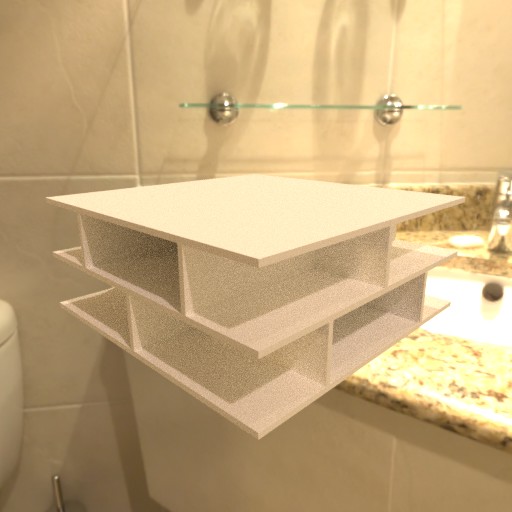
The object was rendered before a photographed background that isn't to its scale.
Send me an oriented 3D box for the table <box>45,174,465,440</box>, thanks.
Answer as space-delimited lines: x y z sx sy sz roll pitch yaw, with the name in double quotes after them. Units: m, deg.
0.000 0.000 1.085 0.700 0.289 0.700 16 23 42 "table"
